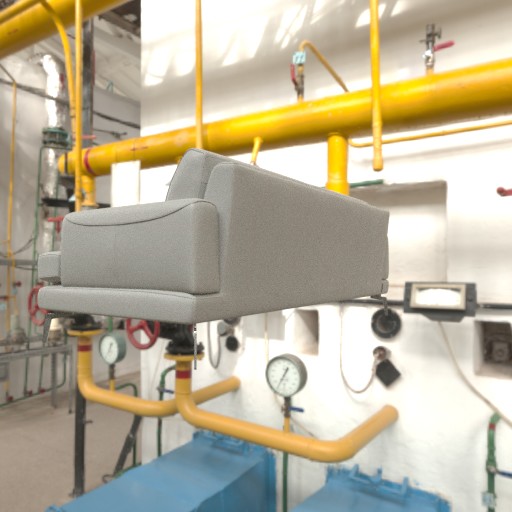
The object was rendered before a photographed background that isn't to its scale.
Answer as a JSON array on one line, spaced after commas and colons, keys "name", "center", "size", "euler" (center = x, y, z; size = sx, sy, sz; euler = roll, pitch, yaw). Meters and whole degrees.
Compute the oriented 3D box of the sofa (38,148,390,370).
[{"name": "sofa", "center": [0.000, 0.000, 2.419], "size": [0.974, 0.765, 1.940], "euler": [-1, -1, 35]}]
